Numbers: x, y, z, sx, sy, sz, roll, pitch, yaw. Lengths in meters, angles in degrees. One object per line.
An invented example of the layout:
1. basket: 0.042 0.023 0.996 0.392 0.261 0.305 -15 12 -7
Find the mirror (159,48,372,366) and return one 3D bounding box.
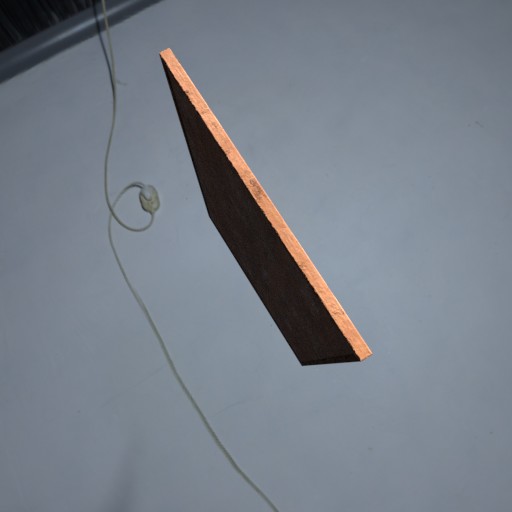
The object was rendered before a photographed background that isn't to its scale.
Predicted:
1. mirror: 0.000 0.000 1.448 0.028 1.099 0.796 -31 78 -8
